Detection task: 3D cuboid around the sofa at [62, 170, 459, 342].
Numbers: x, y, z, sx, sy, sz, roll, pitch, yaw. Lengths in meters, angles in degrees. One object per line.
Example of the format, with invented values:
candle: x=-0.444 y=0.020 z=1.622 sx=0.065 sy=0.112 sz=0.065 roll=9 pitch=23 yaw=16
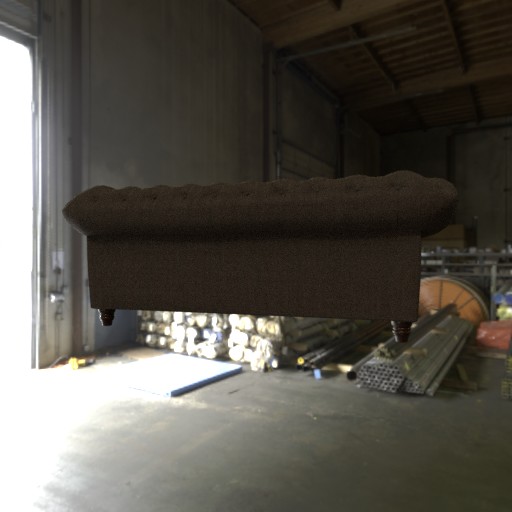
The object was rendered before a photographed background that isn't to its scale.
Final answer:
sofa: x=0.000 y=0.000 z=2.541 sx=2.048 sy=0.780 sz=0.944 roll=0 pitch=0 yaw=17
